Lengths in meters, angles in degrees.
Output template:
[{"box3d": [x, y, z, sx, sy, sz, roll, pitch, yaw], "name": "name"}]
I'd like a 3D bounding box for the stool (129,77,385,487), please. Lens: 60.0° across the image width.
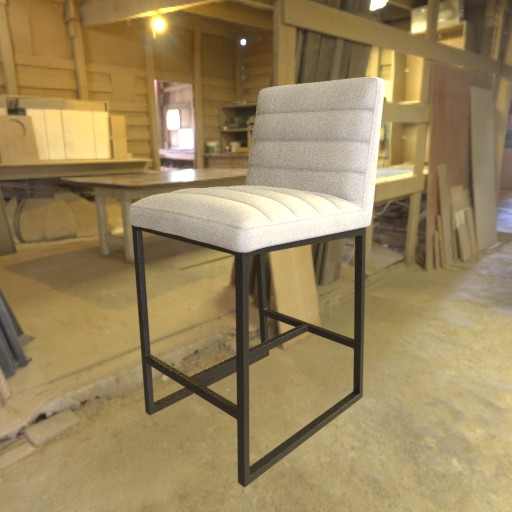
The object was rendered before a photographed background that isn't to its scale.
[{"box3d": [0.000, 0.000, 1.266, 0.459, 0.971, 0.567, 14, 20, 42], "name": "stool"}]
